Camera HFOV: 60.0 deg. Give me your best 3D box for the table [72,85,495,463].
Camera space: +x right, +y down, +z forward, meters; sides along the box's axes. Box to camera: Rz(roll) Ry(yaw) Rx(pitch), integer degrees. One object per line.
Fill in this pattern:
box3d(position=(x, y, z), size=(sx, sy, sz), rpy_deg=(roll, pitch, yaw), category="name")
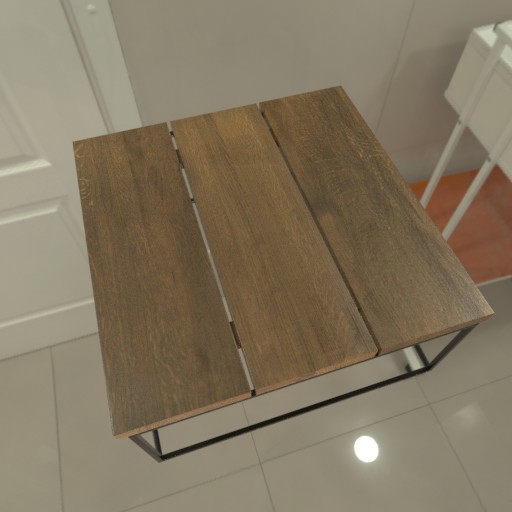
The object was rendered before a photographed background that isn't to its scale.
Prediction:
box3d(position=(0.000, 0.000, 1.375), size=(0.900, 0.400, 0.900), rpy_deg=(-15, 58, -10), category="table")
